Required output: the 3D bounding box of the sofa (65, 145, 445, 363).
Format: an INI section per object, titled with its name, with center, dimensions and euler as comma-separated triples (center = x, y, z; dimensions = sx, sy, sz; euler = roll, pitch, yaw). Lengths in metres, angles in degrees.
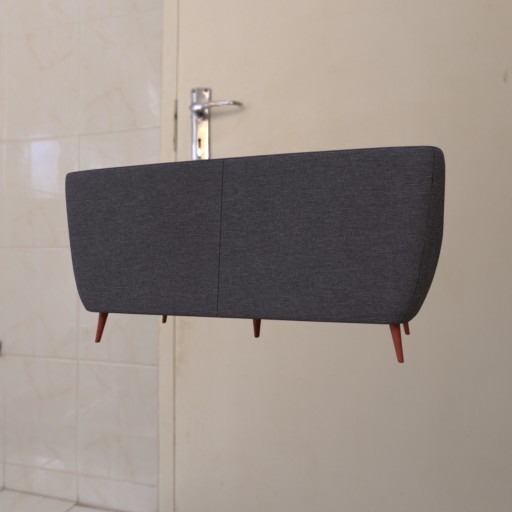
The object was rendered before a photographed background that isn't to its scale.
[sofa]
center = 0.000, 0.000, 2.434
dimensions = 1.929, 0.896, 0.975
euler = 0, -1, 18
